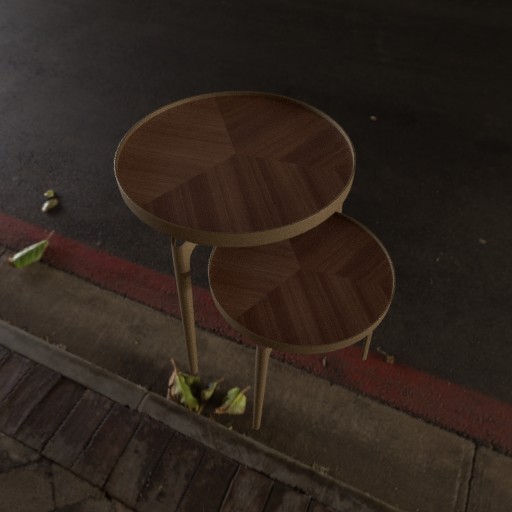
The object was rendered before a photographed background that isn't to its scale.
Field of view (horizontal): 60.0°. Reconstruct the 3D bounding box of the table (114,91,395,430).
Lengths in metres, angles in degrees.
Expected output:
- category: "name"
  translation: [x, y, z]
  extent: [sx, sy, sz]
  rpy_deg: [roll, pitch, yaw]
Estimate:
- category: "table"
  translation: [0.000, 0.000, 1.150]
  extent: [0.532, 0.555, 0.751]
  rpy_deg: [-26, 53, -21]
